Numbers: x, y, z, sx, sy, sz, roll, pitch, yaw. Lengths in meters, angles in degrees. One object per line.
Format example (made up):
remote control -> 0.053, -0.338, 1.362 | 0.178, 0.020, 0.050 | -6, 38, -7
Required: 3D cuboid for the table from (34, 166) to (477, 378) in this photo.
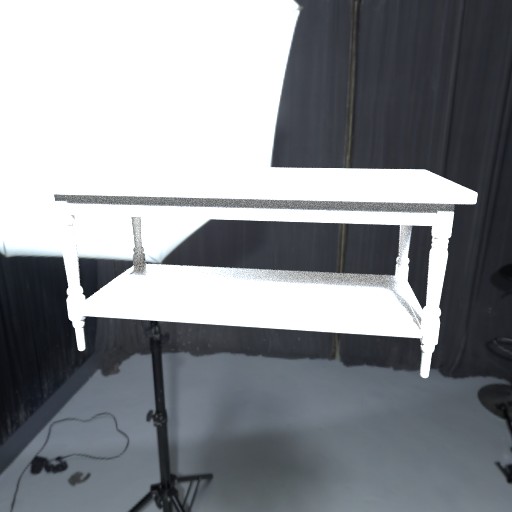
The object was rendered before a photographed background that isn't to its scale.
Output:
table -> 0.000, 0.000, 1.422 | 1.107, 0.510, 0.550 | 2, 16, 8
